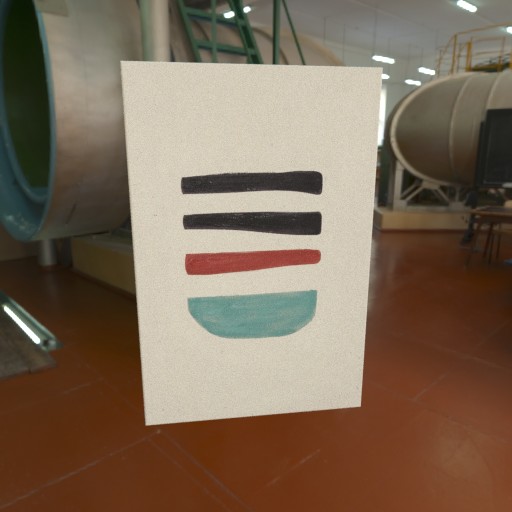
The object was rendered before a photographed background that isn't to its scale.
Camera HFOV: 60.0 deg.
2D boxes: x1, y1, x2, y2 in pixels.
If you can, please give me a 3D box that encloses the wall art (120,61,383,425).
[{"bbox_3d":[0.000,0.000,1.140,0.607,0.912,0.038,-2,14,-8],"label":"wall art"}]
